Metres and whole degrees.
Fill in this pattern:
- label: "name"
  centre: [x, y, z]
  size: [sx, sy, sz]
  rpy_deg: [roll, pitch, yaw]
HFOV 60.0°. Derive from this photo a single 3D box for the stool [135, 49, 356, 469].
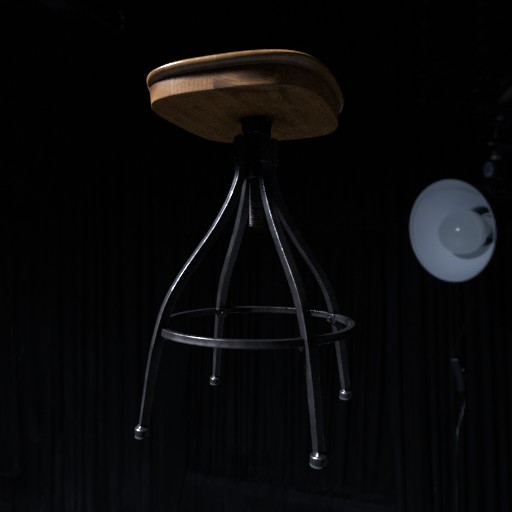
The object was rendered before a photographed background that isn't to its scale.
- label: "stool"
  centre: [0.000, 0.000, 0.958]
  size: [0.424, 0.694, 0.432]
  rpy_deg: [1, 2, 19]
